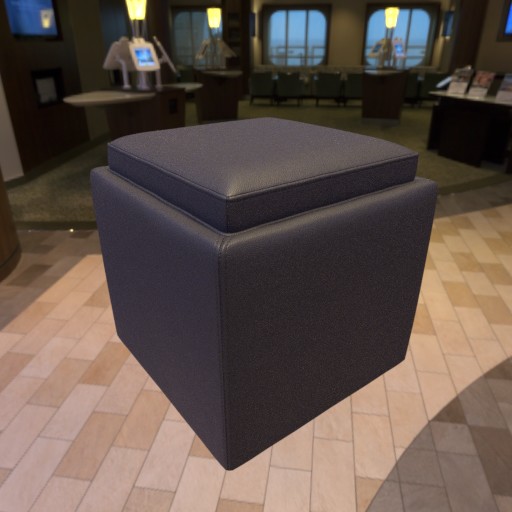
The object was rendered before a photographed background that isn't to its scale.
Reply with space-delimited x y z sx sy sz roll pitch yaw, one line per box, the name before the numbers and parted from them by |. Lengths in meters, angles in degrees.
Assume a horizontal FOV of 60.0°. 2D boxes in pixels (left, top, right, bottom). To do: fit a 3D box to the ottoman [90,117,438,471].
ottoman | 0.000 0.000 0.836 0.450 0.460 0.451 -19 32 -33
